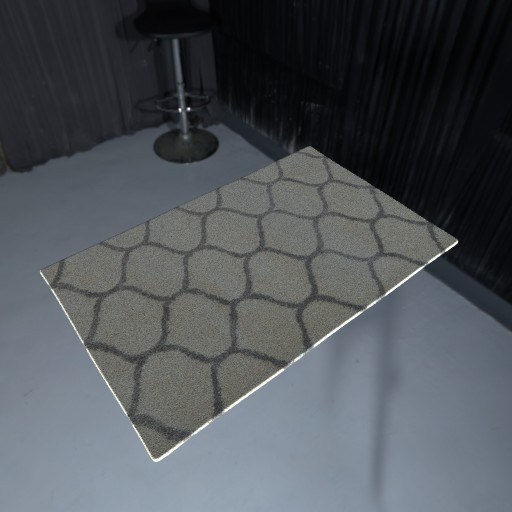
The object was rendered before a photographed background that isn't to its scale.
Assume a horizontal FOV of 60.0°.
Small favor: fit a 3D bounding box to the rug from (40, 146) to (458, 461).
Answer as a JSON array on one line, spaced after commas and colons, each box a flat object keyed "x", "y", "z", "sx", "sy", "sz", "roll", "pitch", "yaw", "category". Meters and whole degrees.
[{"x": 0.000, "y": 0.000, "z": 2.930, "sx": 2.348, "sy": 0.024, "sz": 1.501, "roll": -30, "pitch": 53, "yaw": -25, "category": "rug"}]
